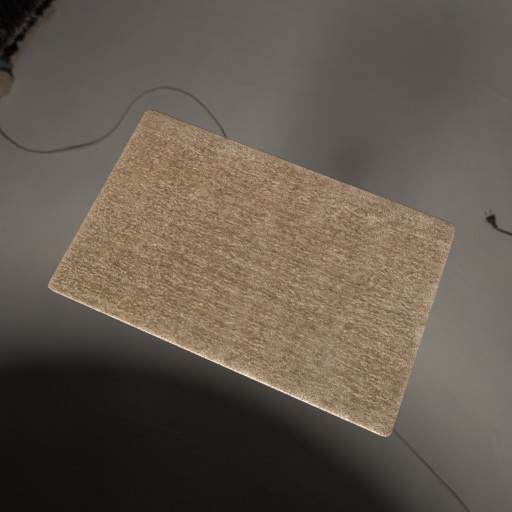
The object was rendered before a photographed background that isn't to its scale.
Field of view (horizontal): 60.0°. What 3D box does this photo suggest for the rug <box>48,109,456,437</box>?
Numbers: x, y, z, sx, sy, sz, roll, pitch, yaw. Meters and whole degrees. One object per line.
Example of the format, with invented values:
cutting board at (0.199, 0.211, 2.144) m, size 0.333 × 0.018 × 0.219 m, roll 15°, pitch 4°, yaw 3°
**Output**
rug at (0.000, 0.000, 3.095) m, size 2.469 × 0.024 × 1.539 m, roll 22°, pitch 75°, yaw 6°
